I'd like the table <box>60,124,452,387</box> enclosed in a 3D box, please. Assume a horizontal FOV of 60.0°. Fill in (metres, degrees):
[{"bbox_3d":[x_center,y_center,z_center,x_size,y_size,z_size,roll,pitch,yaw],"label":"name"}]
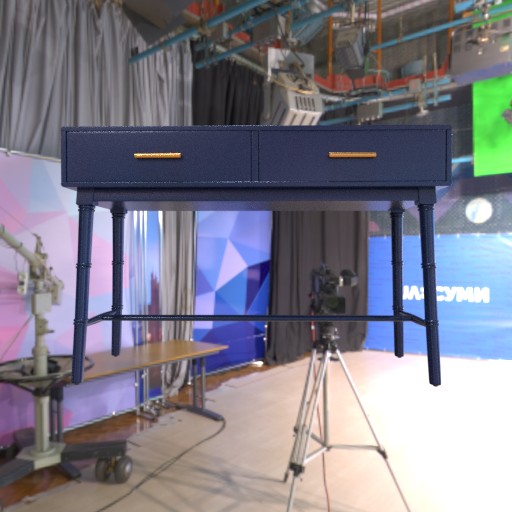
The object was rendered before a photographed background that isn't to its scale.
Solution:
[{"bbox_3d":[0.000,0.000,1.449,1.118,0.749,0.399,0,1,1],"label":"table"}]
